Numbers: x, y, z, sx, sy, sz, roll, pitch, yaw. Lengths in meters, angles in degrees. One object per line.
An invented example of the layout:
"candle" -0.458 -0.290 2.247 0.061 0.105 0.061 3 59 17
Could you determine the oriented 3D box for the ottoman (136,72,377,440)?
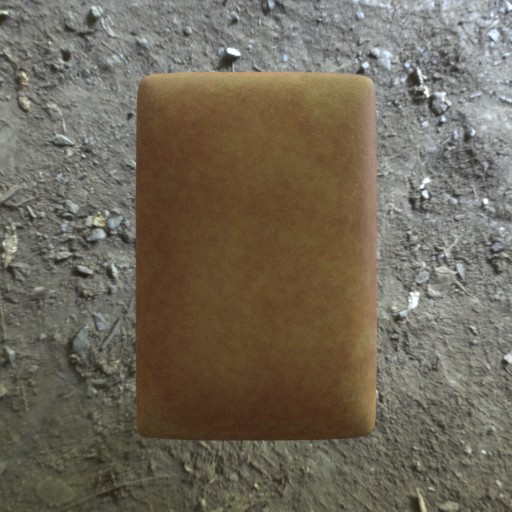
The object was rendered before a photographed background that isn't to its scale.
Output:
"ottoman" 0.000 0.000 1.186 0.565 0.507 0.852 0 90 0
